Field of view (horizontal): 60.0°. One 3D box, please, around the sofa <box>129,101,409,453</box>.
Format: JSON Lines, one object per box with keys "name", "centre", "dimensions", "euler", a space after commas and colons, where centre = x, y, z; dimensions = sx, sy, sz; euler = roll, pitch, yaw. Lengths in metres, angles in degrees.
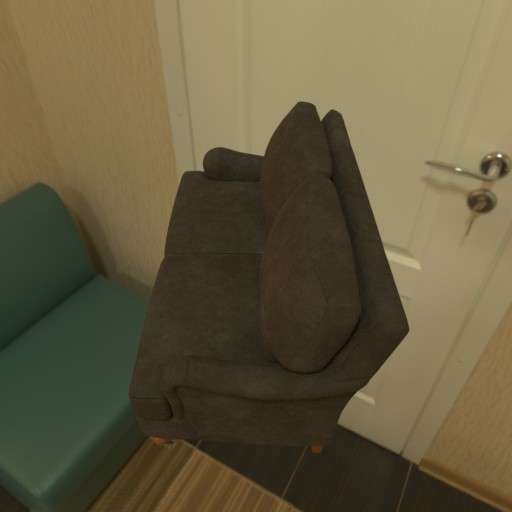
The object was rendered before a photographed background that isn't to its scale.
{"name": "sofa", "centre": [0.000, 0.000, 2.481], "dimensions": [1.084, 1.101, 1.853], "euler": [0, 42, 0]}
